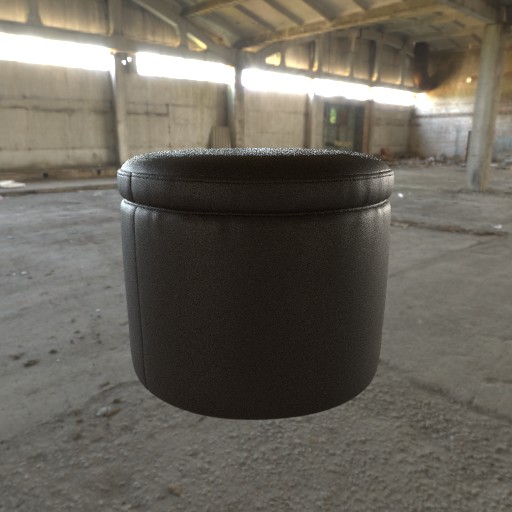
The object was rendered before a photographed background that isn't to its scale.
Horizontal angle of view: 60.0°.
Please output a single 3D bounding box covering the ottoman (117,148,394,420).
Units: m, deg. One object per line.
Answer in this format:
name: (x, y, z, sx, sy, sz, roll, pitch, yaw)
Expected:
ottoman: (0.000, 0.000, 0.870, 0.500, 0.409, 0.500, 0, 14, 0)
